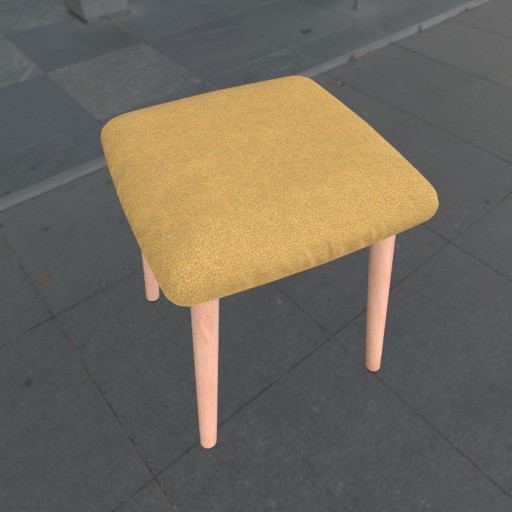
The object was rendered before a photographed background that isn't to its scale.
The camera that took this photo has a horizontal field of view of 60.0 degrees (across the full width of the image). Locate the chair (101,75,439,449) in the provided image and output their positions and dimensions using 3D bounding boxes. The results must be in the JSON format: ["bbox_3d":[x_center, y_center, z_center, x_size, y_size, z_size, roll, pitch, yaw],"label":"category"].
[{"bbox_3d":[0.000,0.000,0.699,0.350,0.440,0.350,-19,51,-16],"label":"chair"}]
